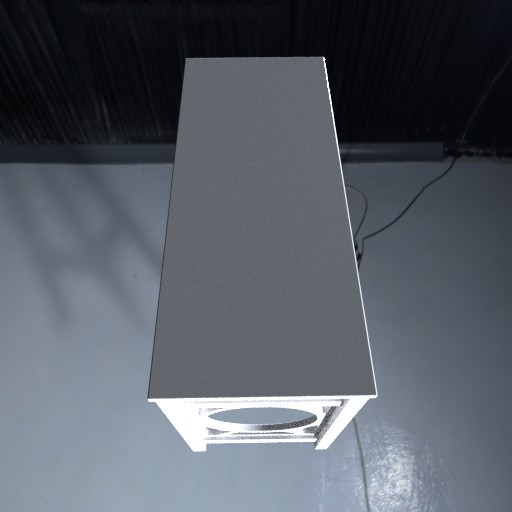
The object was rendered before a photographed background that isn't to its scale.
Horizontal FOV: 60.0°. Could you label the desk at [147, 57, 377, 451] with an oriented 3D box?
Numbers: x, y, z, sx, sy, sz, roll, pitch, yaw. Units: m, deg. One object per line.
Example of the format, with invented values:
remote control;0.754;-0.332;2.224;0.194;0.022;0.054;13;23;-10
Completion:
desk;0.000;0.000;1.587;0.504;0.762;1.191;-1;58;0
